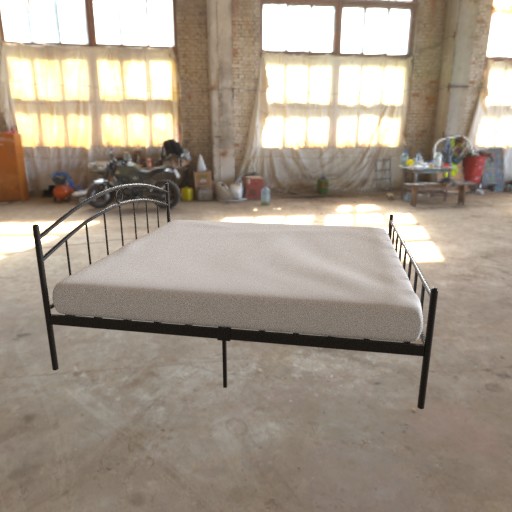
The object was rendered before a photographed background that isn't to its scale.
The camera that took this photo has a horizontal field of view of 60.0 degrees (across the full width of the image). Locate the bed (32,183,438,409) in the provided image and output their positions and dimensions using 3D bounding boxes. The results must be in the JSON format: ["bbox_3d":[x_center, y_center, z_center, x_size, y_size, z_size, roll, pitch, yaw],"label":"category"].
[{"bbox_3d":[0.000,0.000,3.123,2.040,0.940,1.880,3,16,10],"label":"bed"}]
